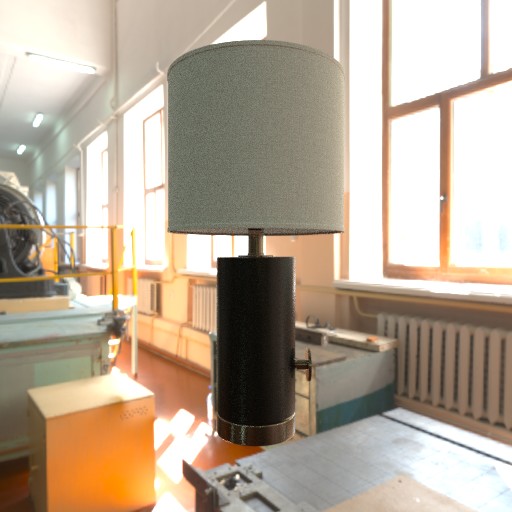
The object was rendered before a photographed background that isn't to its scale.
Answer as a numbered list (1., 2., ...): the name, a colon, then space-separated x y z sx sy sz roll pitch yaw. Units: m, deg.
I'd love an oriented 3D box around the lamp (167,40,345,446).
1. lamp: 0.000 0.000 0.613 0.240 0.482 0.241 0 0 0
